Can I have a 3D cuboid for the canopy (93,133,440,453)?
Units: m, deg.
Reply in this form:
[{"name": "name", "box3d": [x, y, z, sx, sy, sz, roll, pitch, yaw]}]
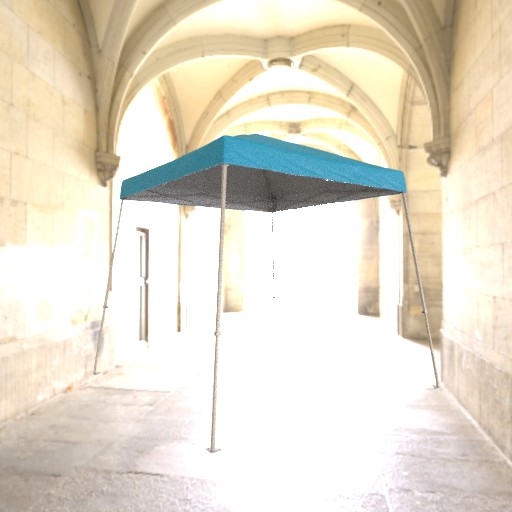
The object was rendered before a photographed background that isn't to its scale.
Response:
[{"name": "canopy", "box3d": [0.000, 0.000, 5.119, 2.848, 2.849, 2.849, 1, -1, -36]}]
